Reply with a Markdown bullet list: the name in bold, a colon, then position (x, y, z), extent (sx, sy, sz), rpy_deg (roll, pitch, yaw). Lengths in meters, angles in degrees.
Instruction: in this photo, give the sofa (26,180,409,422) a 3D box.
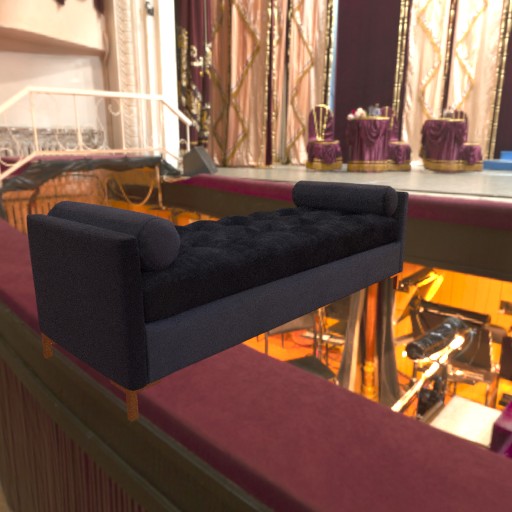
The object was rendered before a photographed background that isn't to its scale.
- **sofa**: position (0.000, 0.000, 2.440), extent (0.796, 0.705, 2.102), rpy_deg (12, 18, 41)
